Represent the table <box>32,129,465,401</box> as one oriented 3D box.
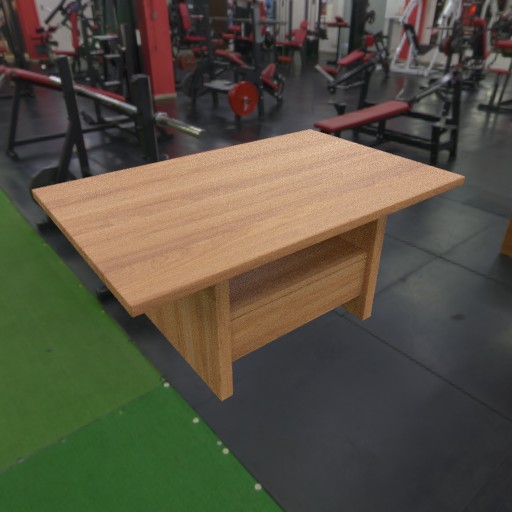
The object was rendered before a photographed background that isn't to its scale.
[{"bbox_3d":[0.000,0.000,1.458,1.100,0.510,0.700,-21,37,-31],"label":"table"}]
